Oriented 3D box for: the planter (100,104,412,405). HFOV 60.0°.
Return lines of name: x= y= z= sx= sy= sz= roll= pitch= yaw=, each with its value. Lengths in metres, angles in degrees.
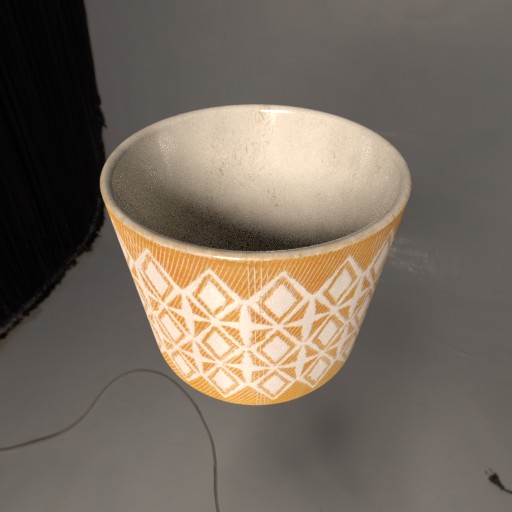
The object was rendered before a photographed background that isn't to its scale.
planter: x=0.000 y=0.000 z=0.219 sx=0.126 sy=0.104 sz=0.126 roll=0 pitch=40 yaw=0
